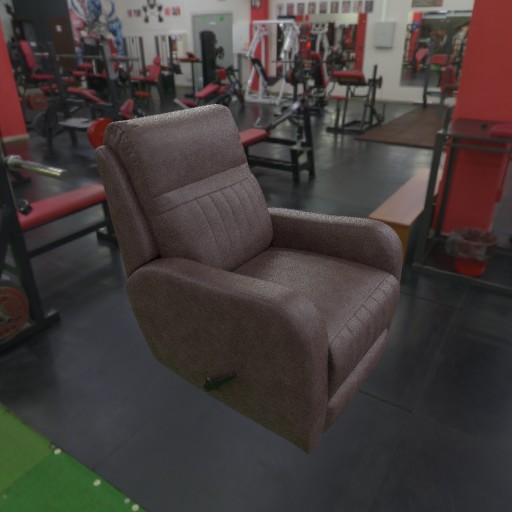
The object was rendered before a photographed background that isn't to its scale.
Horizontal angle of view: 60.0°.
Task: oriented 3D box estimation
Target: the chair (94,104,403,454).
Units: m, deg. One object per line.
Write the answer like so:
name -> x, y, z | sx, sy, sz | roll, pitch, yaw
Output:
chair -> 0.000, 0.000, 1.819 | 1.067, 1.067, 0.865 | 18, 32, 31
